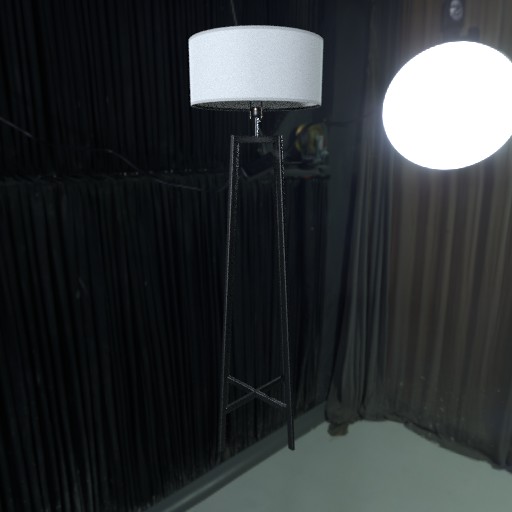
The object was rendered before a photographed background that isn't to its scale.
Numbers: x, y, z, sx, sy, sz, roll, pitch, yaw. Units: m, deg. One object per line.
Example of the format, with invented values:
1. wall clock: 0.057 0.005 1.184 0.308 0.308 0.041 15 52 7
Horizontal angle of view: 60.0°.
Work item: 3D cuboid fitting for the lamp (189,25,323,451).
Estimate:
1. lamp: 0.000 0.000 1.708 0.457 1.510 0.456 13 19 43
